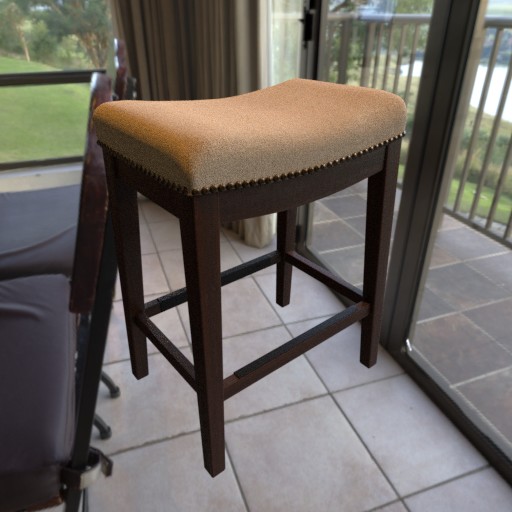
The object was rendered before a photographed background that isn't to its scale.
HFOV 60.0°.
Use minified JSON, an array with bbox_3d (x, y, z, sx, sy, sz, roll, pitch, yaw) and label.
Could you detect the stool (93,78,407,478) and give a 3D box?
[{"bbox_3d":[0.000,0.000,0.963,0.509,0.669,0.363,-22,37,-33],"label":"stool"}]
